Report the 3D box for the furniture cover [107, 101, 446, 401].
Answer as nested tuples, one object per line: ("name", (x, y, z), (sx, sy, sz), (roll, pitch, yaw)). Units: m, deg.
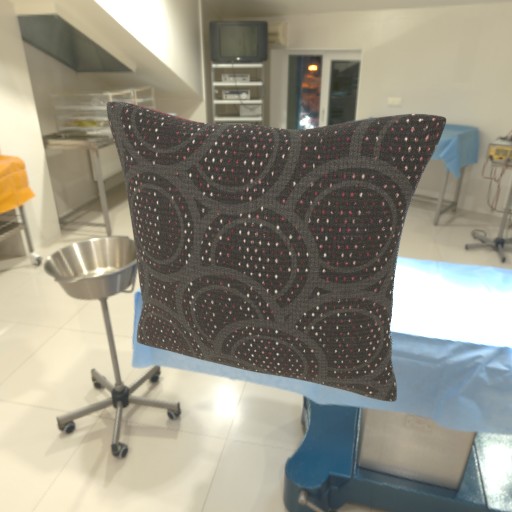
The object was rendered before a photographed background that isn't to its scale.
("furniture cover", (0.000, 0.000, 0.794), (0.552, 0.509, 0.193), (8, 26, 17))
